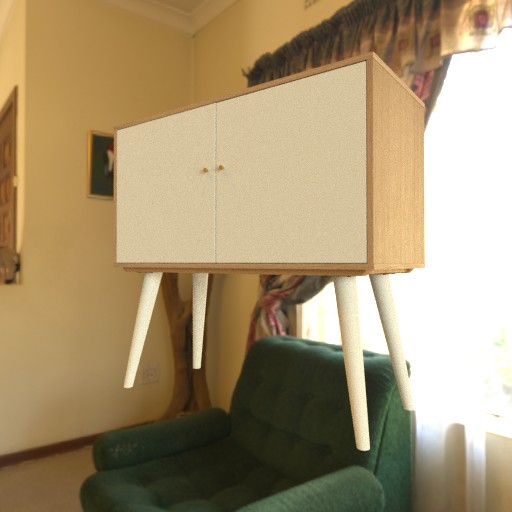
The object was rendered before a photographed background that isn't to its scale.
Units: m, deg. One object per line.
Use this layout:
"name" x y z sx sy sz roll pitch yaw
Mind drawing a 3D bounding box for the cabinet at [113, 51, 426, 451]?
"cabinet" 0.000 0.000 1.600 1.057 1.016 0.470 -1 -1 36
